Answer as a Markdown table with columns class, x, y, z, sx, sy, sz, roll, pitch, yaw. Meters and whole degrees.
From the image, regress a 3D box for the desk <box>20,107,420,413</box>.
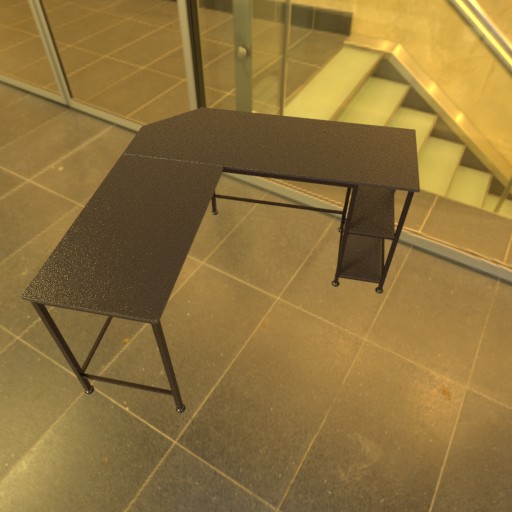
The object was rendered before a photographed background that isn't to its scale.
| class | x | y | z | sx | sy | sz | roll | pitch | yaw |
| --- | --- | --- | --- | --- | --- | --- | --- | --- | --- |
| desk | 0.000 | 0.000 | 2.166 | 1.379 | 0.739 | 1.379 | 9 | 48 | 8 |
